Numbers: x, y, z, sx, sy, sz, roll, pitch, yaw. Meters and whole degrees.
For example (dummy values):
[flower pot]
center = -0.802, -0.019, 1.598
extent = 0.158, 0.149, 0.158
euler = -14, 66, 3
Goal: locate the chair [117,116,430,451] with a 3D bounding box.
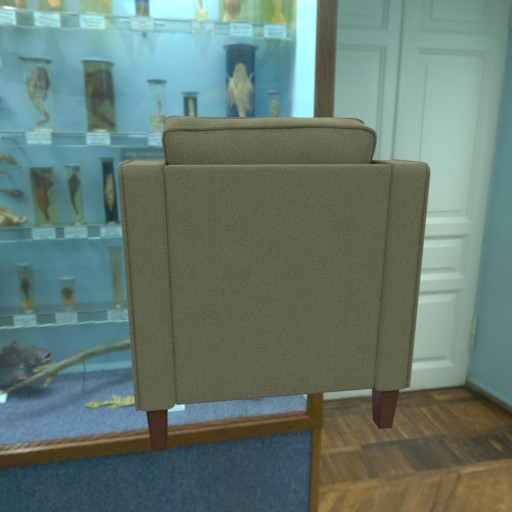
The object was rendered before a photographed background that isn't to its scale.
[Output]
[chair]
center = 0.000, 0.000, 1.653
extent = 0.831, 0.960, 0.909
euler = -2, 13, -9
